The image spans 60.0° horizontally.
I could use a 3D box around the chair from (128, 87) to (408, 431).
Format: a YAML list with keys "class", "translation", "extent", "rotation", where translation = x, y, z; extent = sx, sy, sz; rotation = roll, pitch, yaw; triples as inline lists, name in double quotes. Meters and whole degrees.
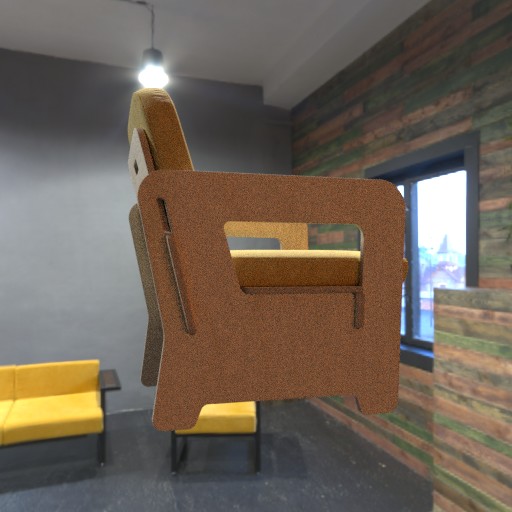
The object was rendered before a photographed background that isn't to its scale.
- class: "chair"
  translation: [0.000, 0.000, 1.283]
  extent: [0.710, 0.800, 0.590]
  rotation: [0, -1, -18]
